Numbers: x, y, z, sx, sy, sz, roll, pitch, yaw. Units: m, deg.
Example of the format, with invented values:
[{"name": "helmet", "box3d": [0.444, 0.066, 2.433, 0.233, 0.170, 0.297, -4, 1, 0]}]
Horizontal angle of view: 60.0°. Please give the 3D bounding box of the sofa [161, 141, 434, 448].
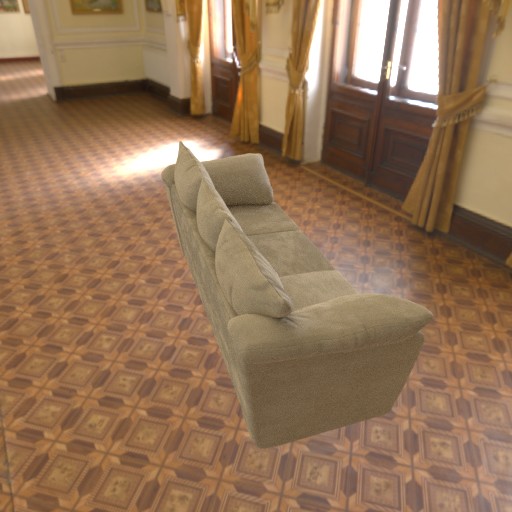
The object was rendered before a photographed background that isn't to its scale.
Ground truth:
[{"name": "sofa", "box3d": [0.000, 0.000, 2.868, 0.893, 0.981, 2.377, -9, 32, -16]}]
